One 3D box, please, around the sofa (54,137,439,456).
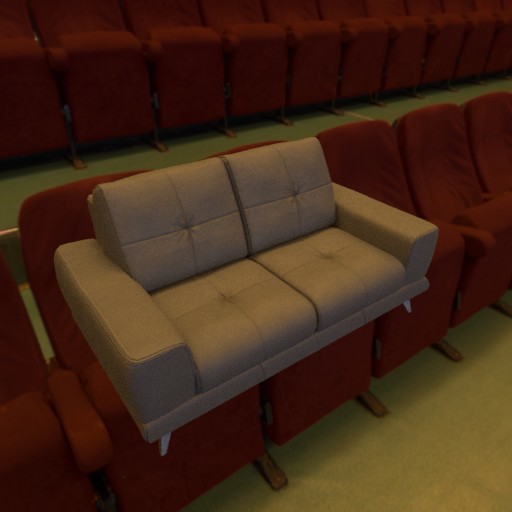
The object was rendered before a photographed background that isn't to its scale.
[{"bbox_3d":[0.000,0.000,2.326,1.806,0.907,1.018,-20,36,-30],"label":"sofa"}]
